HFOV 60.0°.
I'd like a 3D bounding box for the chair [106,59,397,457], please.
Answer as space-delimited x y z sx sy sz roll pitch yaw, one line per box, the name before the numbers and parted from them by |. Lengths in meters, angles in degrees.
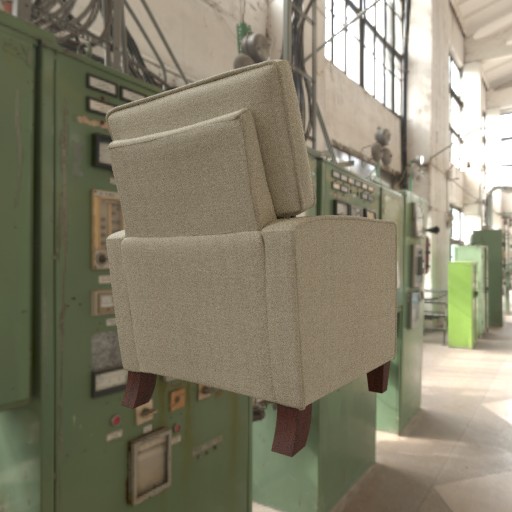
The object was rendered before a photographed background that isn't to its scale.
chair | 0.000 0.000 1.368 0.648 0.888 0.754 0 -1 36
